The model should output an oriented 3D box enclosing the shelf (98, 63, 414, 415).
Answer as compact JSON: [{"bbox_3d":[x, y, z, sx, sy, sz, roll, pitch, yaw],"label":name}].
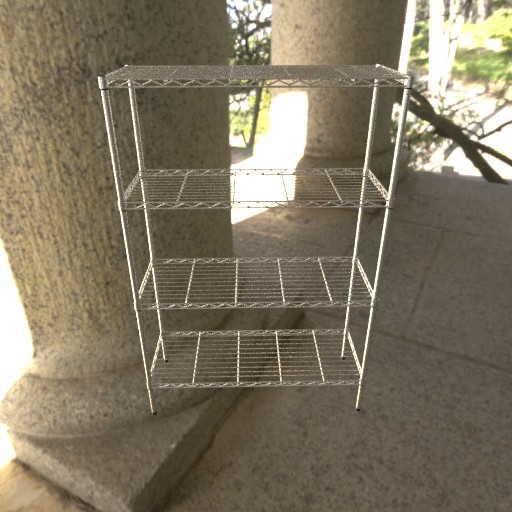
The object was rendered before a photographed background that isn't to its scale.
[{"bbox_3d":[0.000,0.000,1.740,0.907,1.360,0.352,-1,29,-1],"label":"shelf"}]
